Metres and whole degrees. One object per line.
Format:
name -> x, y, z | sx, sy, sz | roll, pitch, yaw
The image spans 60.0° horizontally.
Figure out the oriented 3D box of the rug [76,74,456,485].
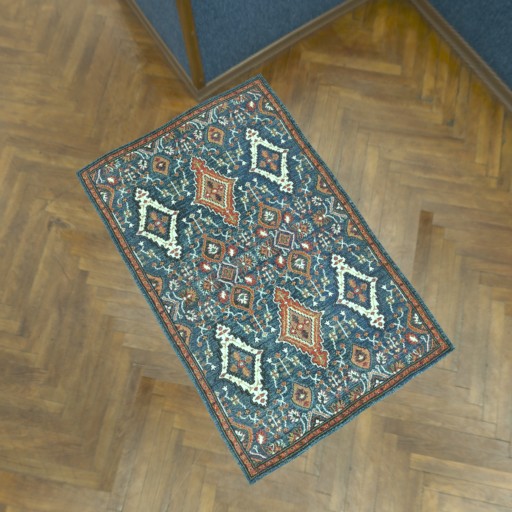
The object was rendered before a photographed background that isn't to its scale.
rug -> 0.000, 0.000, 2.298 | 1.195, 0.014, 1.847 | -31, 78, -7
